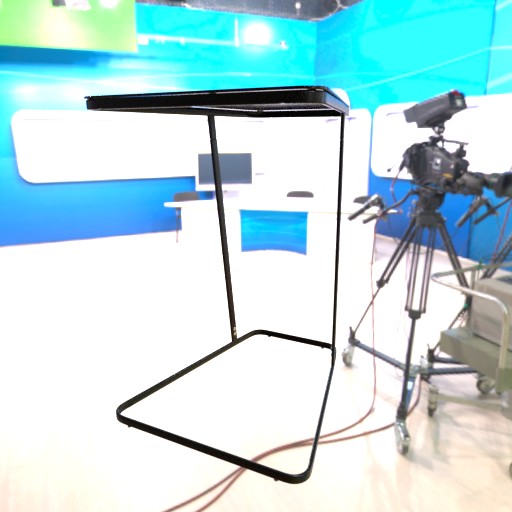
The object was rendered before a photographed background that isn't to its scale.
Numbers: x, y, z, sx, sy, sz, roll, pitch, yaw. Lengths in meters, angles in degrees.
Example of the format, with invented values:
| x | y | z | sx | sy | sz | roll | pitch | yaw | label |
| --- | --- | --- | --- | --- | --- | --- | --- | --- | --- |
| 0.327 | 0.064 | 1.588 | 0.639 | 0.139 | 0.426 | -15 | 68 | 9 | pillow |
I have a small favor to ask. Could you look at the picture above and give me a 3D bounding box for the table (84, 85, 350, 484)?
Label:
| x | y | z | sx | sy | sz | roll | pitch | yaw | label |
| --- | --- | --- | --- | --- | --- | --- | --- | --- | --- |
| 0.000 | 0.000 | 0.946 | 0.427 | 0.624 | 0.500 | 7 | 17 | 25 | table |
